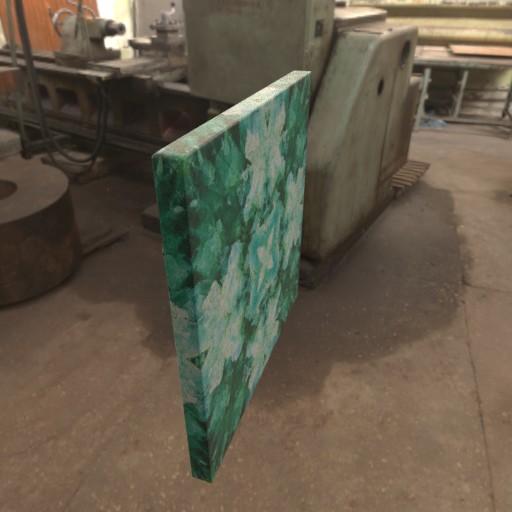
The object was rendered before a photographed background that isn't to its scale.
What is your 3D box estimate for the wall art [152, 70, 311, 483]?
[{"bbox_3d":[0.000,0.000,0.743,0.038,0.508,0.507,10,33,16],"label":"wall art"}]
